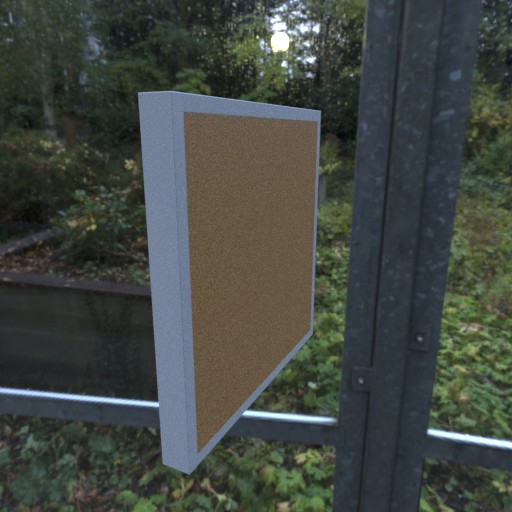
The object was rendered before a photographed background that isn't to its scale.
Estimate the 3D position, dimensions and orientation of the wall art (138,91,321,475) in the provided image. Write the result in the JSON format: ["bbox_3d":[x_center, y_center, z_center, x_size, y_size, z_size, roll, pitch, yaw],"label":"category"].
[{"bbox_3d":[0.000,0.000,0.627,0.038,0.406,0.406,8,17,26],"label":"wall art"}]
